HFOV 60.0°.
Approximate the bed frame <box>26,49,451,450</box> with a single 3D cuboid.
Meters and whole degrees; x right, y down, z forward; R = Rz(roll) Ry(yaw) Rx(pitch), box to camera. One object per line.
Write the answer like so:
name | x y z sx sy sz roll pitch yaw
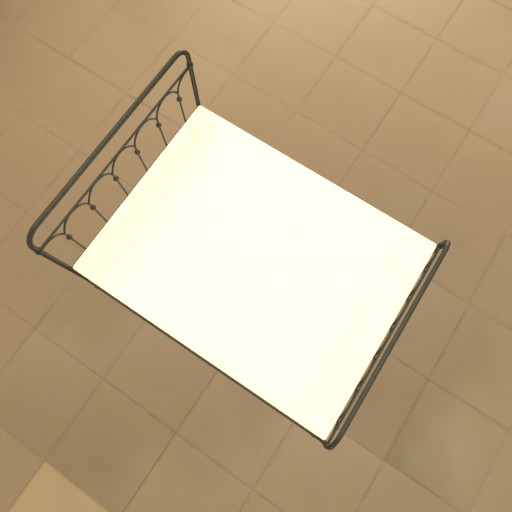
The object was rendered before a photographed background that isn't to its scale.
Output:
bed frame | 0.000 0.000 3.146 2.203 1.276 1.664 32 77 8
